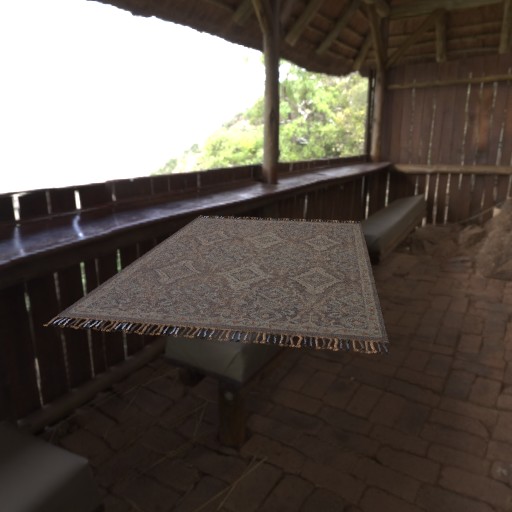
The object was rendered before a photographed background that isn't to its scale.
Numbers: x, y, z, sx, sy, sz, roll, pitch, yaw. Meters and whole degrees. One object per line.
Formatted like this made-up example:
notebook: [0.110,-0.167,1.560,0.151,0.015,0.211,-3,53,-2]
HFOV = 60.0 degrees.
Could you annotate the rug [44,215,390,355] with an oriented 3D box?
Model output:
rug: [0.000,0.000,3.015,1.516,0.010,2.434,3,17,9]
